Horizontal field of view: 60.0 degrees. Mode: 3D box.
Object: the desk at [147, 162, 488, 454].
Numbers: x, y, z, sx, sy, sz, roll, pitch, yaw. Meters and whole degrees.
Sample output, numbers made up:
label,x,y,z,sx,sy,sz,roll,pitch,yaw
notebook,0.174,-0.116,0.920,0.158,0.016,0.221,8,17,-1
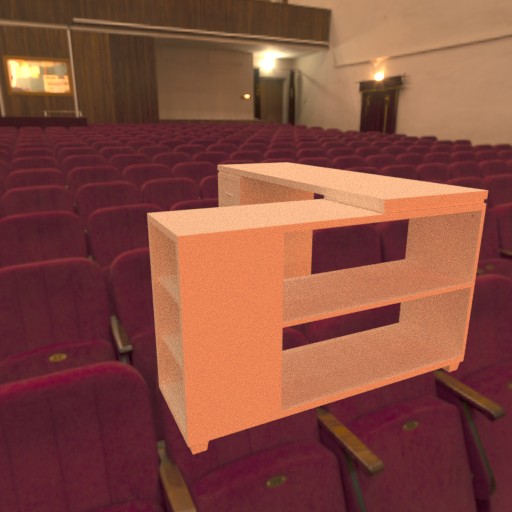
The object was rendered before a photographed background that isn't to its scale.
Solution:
label,x,y,z,sx,sy,sz,roll,pitch,yaw
desk,0.000,0.000,2.176,1.199,0.759,1.524,-8,18,-25
